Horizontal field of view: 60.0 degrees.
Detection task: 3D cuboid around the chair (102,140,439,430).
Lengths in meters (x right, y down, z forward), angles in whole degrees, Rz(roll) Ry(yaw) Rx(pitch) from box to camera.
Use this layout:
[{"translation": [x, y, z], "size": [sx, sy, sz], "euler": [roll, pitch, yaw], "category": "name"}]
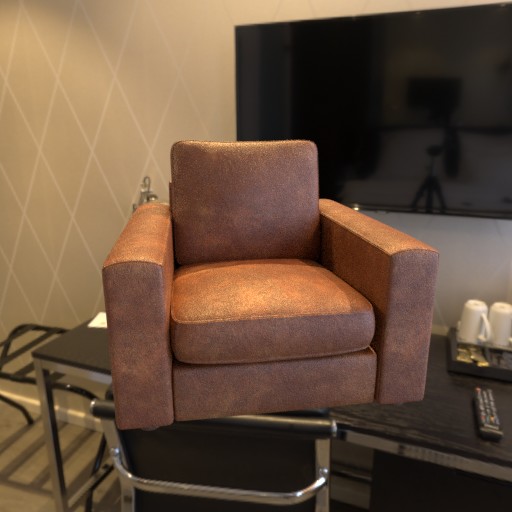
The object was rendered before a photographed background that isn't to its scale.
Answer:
[{"translation": [0.000, 0.000, 1.747], "size": [1.005, 0.873, 1.016], "euler": [-2, 16, -9], "category": "chair"}]
